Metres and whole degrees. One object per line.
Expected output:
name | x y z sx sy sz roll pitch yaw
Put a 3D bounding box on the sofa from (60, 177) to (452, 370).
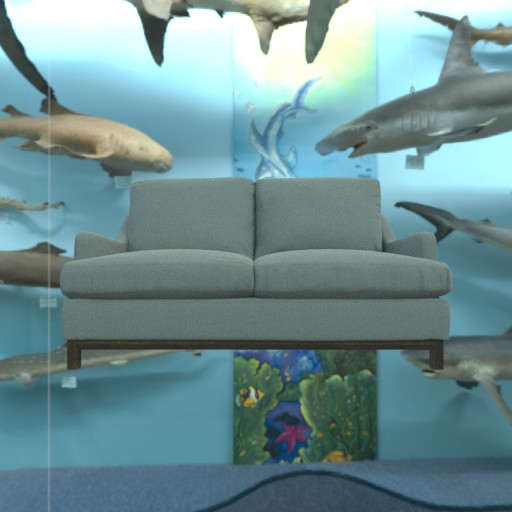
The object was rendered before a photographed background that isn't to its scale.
sofa | 0.000 0.000 2.237 1.589 0.921 0.987 0 0 0
